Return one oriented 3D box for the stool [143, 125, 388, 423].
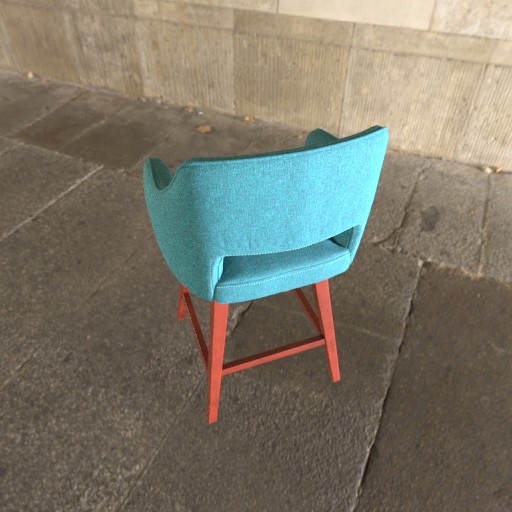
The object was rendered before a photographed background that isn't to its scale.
[{"bbox_3d":[0.000,0.000,1.305,0.548,0.961,0.556,-14,44,-15],"label":"stool"}]
